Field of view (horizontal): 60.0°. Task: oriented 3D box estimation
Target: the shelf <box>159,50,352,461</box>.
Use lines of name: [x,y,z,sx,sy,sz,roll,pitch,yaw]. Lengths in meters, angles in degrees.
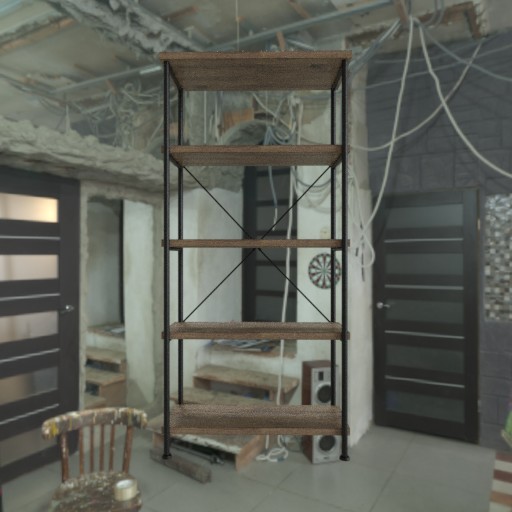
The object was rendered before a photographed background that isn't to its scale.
shelf: [0.000,0.000,2.020,0.800,1.700,0.360,0,0,1]
